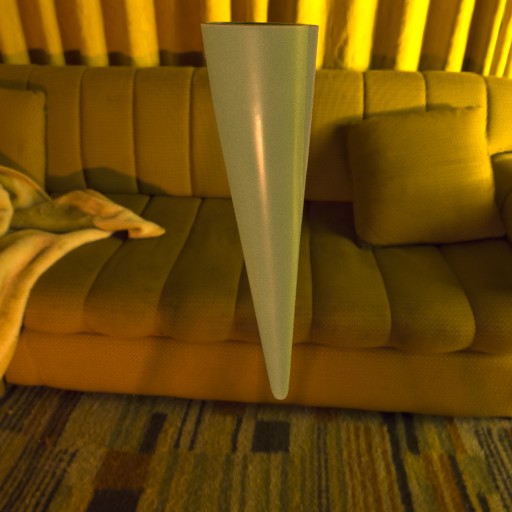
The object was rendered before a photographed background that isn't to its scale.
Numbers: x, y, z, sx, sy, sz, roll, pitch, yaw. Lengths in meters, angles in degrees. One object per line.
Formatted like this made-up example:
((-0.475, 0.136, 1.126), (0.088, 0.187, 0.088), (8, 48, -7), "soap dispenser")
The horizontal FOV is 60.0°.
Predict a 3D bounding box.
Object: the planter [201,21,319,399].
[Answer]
((0.000, 0.000, 0.287), (0.055, 0.268, 0.054), (-8, 30, -14), "planter")
